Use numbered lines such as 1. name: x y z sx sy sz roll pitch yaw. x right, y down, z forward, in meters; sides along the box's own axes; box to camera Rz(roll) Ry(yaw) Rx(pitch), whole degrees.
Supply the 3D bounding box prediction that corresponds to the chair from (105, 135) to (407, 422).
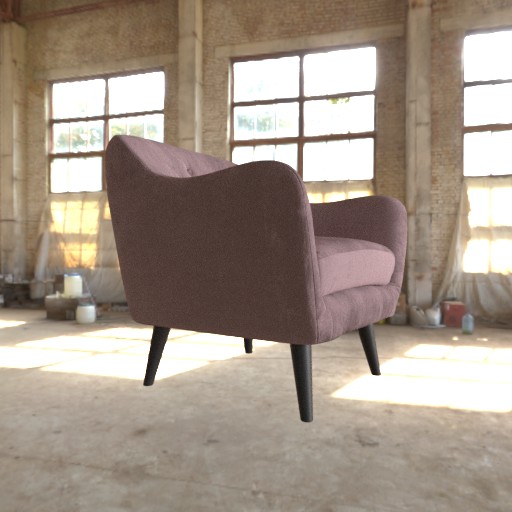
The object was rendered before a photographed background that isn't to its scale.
1. chair: 0.000 0.000 1.506 0.820 0.820 0.840 0 1 35
